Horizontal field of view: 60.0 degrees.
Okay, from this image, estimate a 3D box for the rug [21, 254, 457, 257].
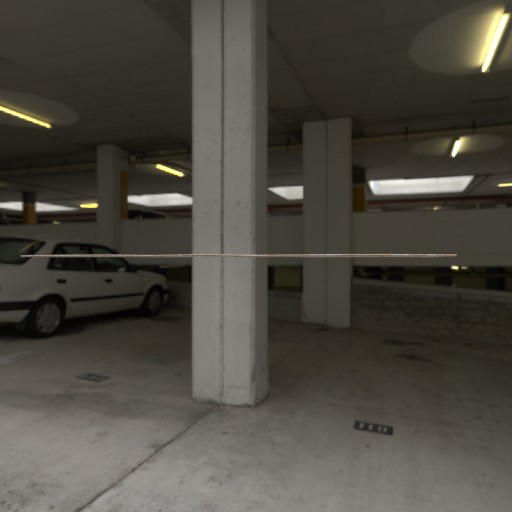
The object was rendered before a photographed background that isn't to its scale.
[{"bbox_3d":[0.000,0.000,4.310,3.365,0.020,2.452,0,0,19],"label":"rug"}]
